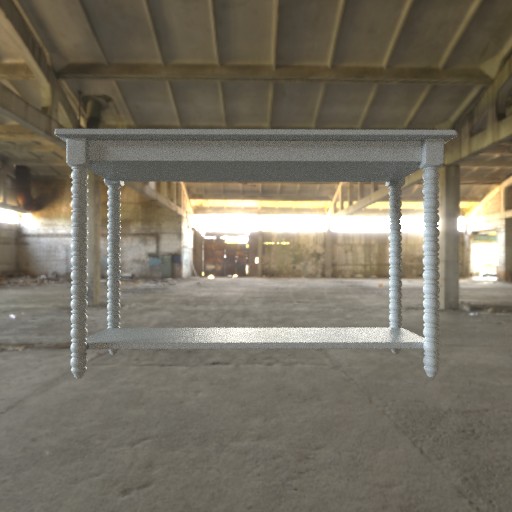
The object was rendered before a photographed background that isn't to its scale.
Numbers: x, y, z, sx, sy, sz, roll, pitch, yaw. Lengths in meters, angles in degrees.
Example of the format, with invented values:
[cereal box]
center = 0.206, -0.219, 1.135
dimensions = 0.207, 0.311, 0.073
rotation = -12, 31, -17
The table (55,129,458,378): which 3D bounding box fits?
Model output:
[table]
center = 0.000, 0.000, 1.517
dimensions = 1.184, 0.740, 0.459
rotation = 0, -1, -1
